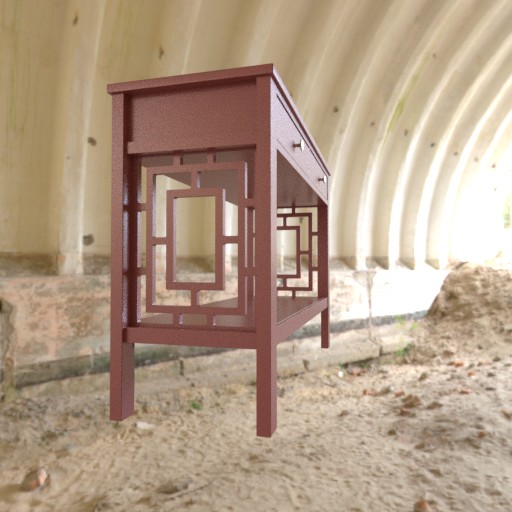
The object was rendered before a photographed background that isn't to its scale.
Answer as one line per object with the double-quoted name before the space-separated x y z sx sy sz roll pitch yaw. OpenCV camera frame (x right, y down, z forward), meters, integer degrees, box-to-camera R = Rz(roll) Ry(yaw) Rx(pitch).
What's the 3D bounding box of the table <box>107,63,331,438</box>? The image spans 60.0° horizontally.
"table" 0.000 0.000 1.449 0.397 0.753 1.068 0 -1 16
